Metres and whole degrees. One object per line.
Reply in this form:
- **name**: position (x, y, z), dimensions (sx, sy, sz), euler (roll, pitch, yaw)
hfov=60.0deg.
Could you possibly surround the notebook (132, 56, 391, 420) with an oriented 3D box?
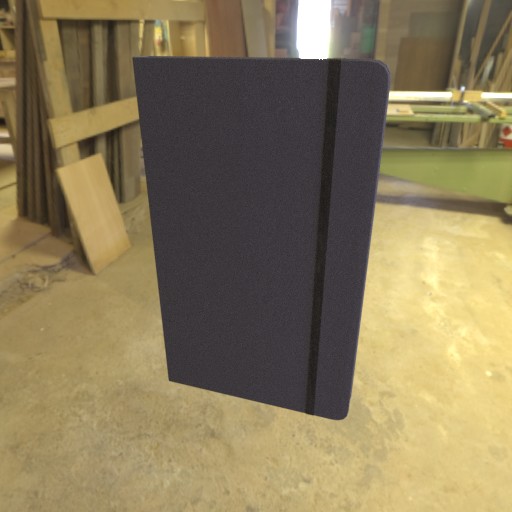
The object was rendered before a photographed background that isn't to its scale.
- **notebook**: position (0.000, 0.000, 0.260), dimensions (0.127, 0.213, 0.016), euler (8, 27, 16)
